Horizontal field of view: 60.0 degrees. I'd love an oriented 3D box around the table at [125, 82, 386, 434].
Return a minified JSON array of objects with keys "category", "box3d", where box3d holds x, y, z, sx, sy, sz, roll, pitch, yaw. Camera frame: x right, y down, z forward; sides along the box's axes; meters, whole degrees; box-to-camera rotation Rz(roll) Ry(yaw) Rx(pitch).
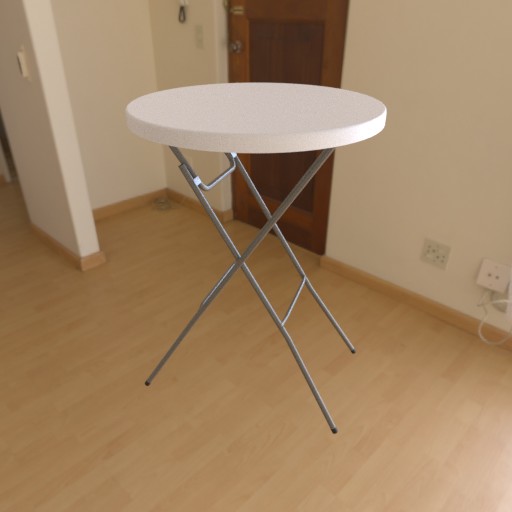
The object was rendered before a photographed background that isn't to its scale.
[{"category":"table","box3d":[0.000,0.000,1.655,0.795,1.105,0.792,10,31,17]}]
